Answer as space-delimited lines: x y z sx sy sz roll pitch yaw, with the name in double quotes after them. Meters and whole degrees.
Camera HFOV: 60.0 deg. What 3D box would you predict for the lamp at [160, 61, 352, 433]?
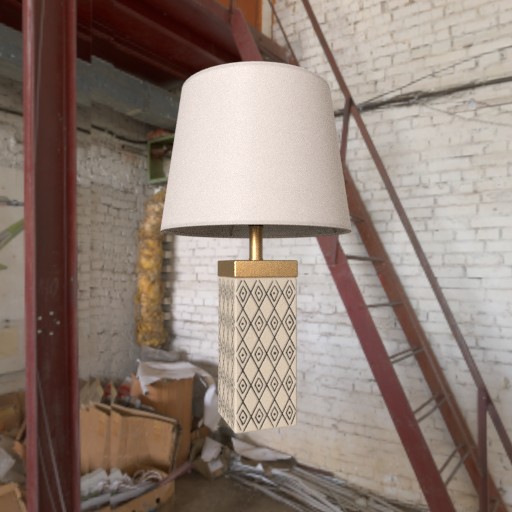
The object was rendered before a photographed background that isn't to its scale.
0.000 0.000 0.595 0.251 0.435 0.251 0 -1 0 "lamp"
